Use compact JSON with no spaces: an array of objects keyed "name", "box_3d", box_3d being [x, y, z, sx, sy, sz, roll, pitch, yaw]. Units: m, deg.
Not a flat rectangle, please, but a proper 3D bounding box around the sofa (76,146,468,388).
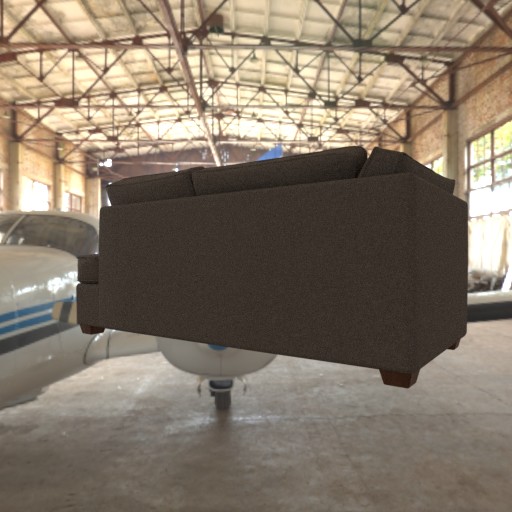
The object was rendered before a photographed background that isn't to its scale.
[{"name":"sofa","box_3d":[0.000,0.000,2.747,2.237,1.033,1.110,0,0,36]}]
